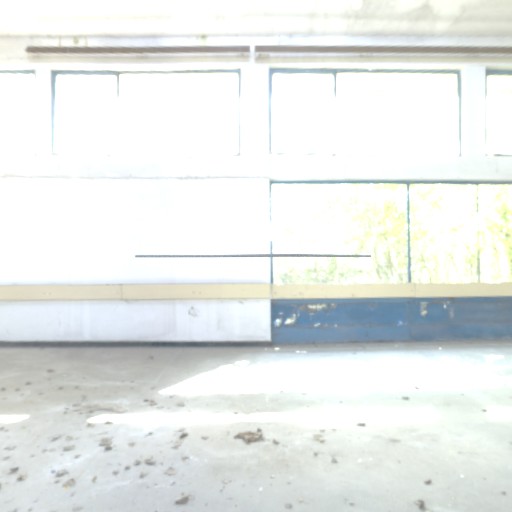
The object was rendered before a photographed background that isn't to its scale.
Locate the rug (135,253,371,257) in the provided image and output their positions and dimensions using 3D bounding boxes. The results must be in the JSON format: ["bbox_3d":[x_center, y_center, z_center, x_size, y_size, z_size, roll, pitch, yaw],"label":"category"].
[{"bbox_3d":[0.000,0.000,2.647,0.762,0.013,2.439,0,0,0],"label":"rug"}]
